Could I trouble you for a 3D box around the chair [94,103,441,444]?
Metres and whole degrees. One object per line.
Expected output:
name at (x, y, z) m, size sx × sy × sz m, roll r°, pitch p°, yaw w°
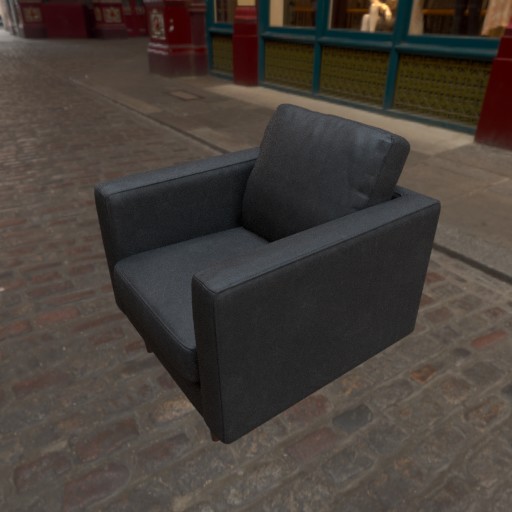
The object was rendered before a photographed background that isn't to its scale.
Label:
chair at (0.000, 0.000, 1.566) m, size 0.879 × 0.898 × 0.831 m, roll -20°, pitch 36°, yaw -30°
